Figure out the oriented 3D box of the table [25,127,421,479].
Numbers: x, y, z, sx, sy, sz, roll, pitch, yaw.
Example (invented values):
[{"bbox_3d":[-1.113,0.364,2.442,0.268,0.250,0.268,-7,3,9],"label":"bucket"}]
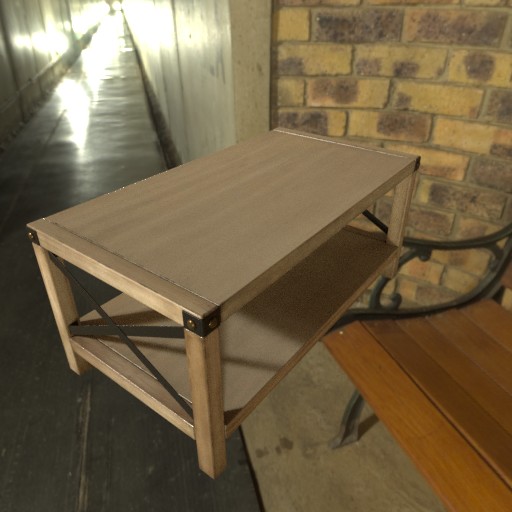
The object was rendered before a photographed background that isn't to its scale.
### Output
[{"bbox_3d":[0.000,0.000,1.313,0.559,0.456,1.016,22,38,31],"label":"table"}]
